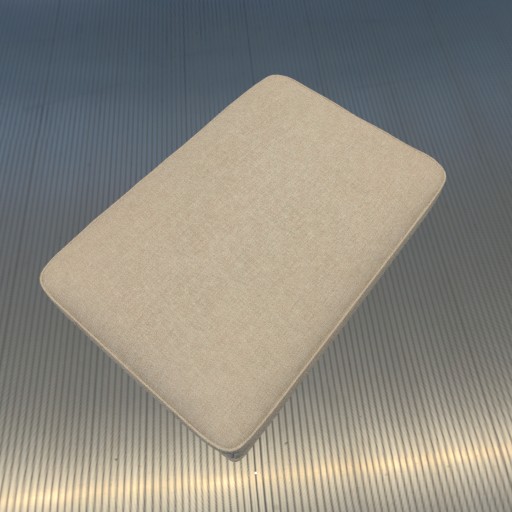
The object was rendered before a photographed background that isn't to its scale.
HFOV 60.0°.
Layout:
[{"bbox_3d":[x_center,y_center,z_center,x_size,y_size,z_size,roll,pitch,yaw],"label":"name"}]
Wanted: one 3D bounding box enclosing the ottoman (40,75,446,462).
[{"bbox_3d":[0.000,0.000,1.121,0.559,0.458,0.813,36,69,16],"label":"ottoman"}]
